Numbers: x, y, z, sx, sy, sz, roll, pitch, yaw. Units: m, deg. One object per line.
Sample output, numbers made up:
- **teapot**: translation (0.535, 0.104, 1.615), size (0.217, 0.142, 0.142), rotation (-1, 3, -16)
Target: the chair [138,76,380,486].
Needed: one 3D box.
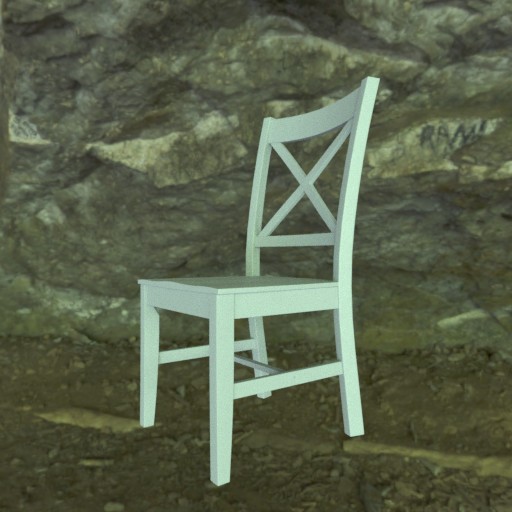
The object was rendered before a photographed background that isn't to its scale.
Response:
- **chair**: translation (0.000, 0.000, 1.274), size (0.542, 0.983, 0.485), rotation (0, 0, -37)
